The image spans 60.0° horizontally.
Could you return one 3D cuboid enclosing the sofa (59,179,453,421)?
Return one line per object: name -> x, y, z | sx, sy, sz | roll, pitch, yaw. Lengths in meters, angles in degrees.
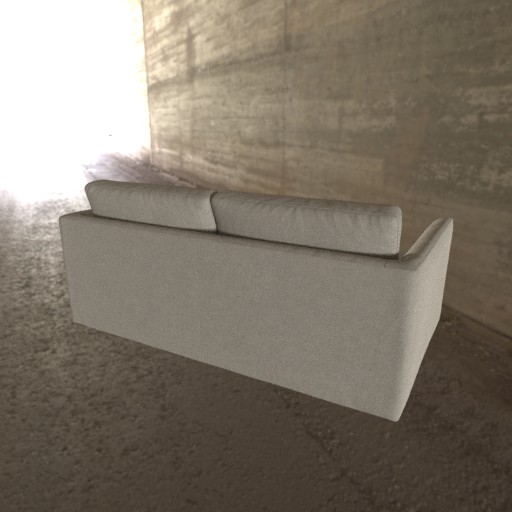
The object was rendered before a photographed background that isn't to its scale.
sofa -> 0.000, 0.000, 2.499 | 1.905, 0.839, 1.091 | 9, 19, 28
